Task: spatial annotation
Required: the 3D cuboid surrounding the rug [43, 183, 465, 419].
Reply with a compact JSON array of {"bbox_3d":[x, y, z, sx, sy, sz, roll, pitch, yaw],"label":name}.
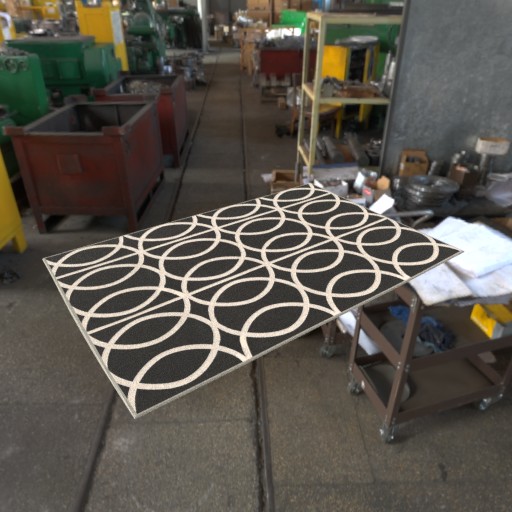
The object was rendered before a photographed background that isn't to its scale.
[{"bbox_3d":[0.000,0.000,2.863,2.294,0.014,1.528,-20,36,-30],"label":"rug"}]
